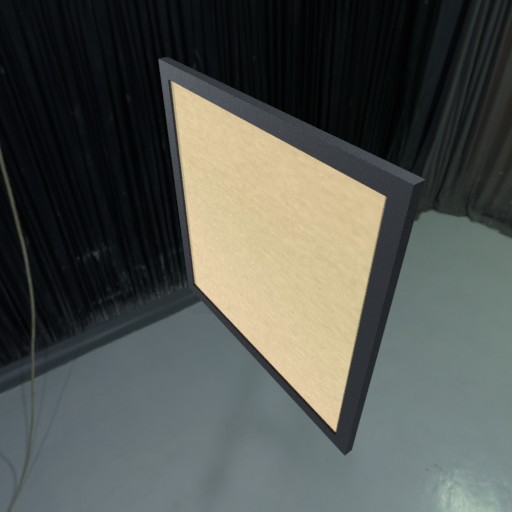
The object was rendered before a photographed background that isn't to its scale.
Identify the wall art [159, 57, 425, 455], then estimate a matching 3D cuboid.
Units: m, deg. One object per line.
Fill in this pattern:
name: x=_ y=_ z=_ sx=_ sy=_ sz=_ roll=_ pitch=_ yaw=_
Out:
wall art: x=0.000 y=0.000 z=0.513 sx=0.012 sy=0.357 sz=0.358 roll=-25 pitch=45 yaw=-28
